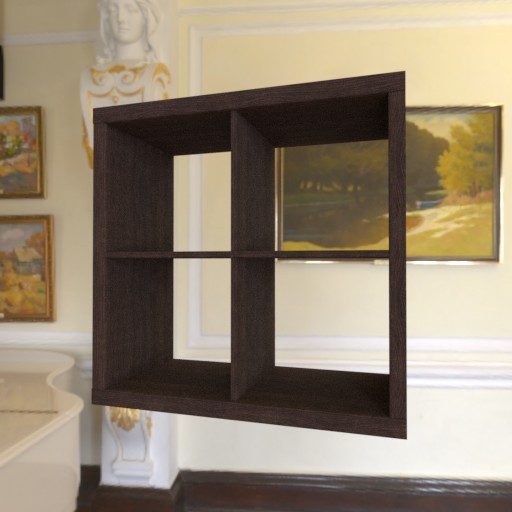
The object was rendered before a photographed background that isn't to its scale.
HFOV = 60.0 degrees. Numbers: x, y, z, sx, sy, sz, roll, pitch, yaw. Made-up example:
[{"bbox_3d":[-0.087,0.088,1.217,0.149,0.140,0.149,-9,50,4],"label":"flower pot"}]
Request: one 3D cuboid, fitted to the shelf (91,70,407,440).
[{"bbox_3d":[0.000,0.000,1.247,0.790,0.786,0.390,0,-1,17],"label":"shelf"}]
